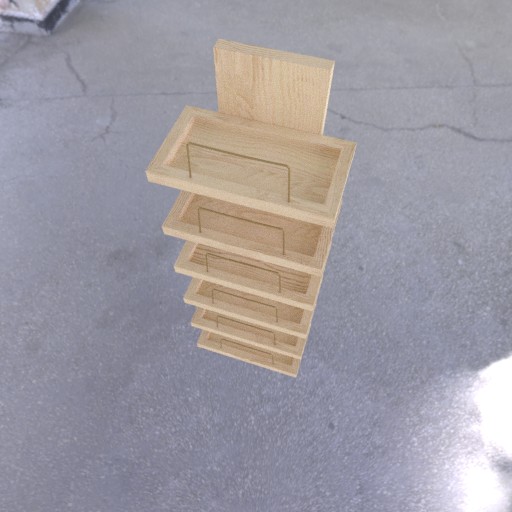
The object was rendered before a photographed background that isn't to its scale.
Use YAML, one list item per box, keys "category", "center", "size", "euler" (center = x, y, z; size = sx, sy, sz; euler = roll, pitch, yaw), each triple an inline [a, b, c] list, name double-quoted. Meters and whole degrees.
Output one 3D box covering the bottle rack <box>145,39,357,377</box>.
- category: "bottle rack"
  center: [0.000, 0.000, 1.068]
  size: [0.330, 0.943, 0.206]
  euler: [15, 59, 10]
